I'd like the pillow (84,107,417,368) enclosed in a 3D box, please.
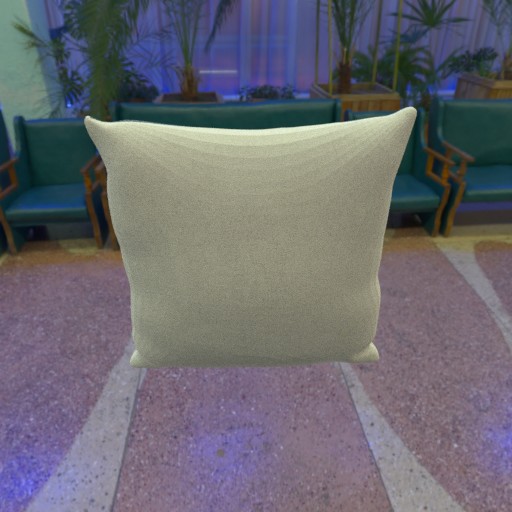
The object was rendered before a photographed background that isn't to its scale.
[{"bbox_3d":[0.000,0.000,0.681,0.440,0.441,0.182,-1,31,-2],"label":"pillow"}]
